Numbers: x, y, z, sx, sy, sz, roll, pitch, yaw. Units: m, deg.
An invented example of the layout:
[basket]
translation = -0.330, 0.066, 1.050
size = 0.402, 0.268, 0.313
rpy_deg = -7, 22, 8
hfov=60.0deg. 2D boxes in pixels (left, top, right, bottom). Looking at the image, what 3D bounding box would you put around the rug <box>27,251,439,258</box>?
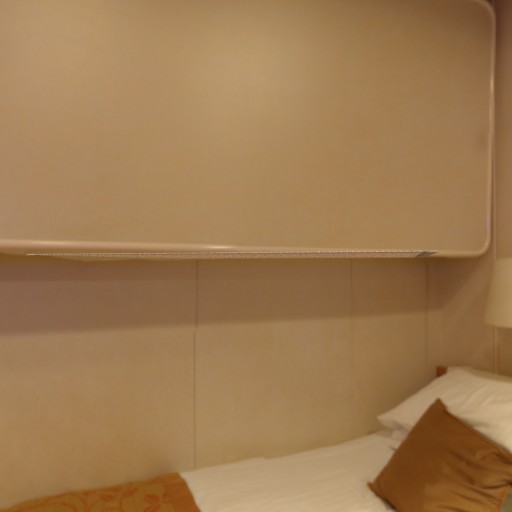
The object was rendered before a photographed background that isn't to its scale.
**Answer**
[rug]
translation = 0.000, 0.000, 4.178
size = 3.043, 0.013, 2.444
rpy_deg = 0, -1, 19
